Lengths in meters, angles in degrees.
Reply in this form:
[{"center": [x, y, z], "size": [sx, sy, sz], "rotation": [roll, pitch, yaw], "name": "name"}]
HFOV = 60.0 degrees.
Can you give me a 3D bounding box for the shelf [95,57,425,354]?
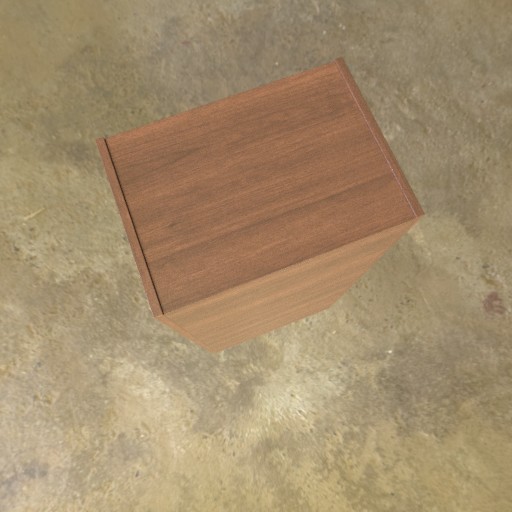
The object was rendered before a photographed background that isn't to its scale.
[{"center": [0.000, 0.000, 1.079], "size": [0.414, 0.879, 0.290], "rotation": [-21, 75, -6], "name": "shelf"}]
